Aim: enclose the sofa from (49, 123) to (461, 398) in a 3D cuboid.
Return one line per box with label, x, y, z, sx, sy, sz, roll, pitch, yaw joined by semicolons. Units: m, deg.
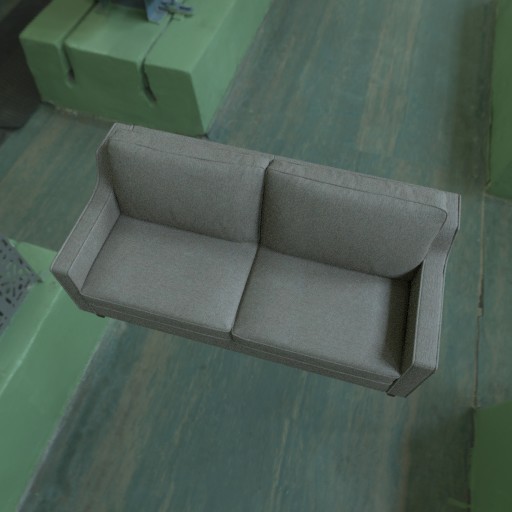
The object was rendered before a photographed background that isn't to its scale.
sofa;0.000;0.000;2.761;2.181;1.074;1.073;13;60;8
